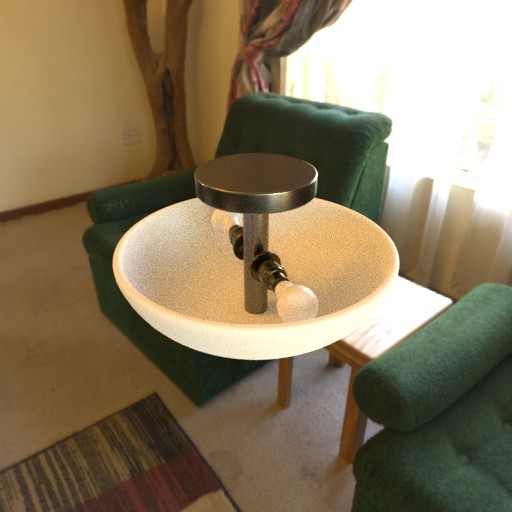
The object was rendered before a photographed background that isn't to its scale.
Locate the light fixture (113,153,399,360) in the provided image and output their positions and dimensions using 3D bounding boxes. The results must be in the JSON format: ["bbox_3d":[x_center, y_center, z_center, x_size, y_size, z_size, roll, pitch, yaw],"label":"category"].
[{"bbox_3d":[0.000,0.000,0.537,0.330,0.214,0.330,0,30,0],"label":"light fixture"}]
